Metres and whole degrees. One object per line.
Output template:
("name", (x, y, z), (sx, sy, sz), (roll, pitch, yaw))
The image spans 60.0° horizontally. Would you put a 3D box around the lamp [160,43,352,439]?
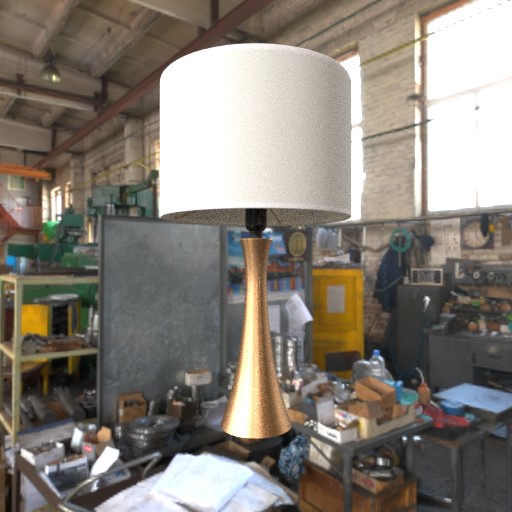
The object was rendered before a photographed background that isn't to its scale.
("lamp", (0.000, 0.000, 0.632), (0.268, 0.479, 0.268), (0, -1, 19))
